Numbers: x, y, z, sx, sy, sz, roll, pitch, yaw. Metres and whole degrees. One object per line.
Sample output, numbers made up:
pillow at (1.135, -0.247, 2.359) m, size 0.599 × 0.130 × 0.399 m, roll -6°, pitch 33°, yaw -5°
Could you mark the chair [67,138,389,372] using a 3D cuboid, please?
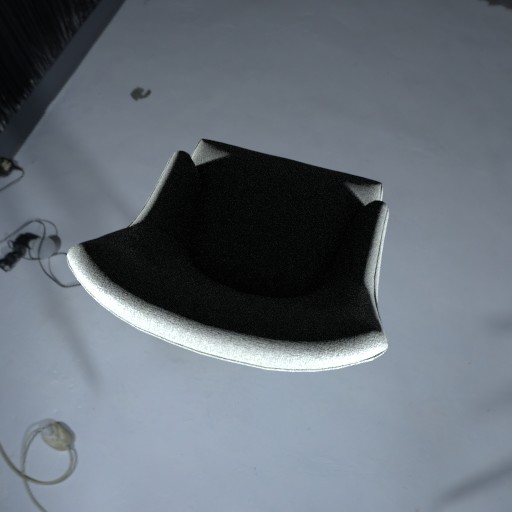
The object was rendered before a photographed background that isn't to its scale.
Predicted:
chair at (0.000, 0.000, 1.584) m, size 0.864 × 0.856 × 0.923 m, roll 16°, pitch 65°, yaw 8°
